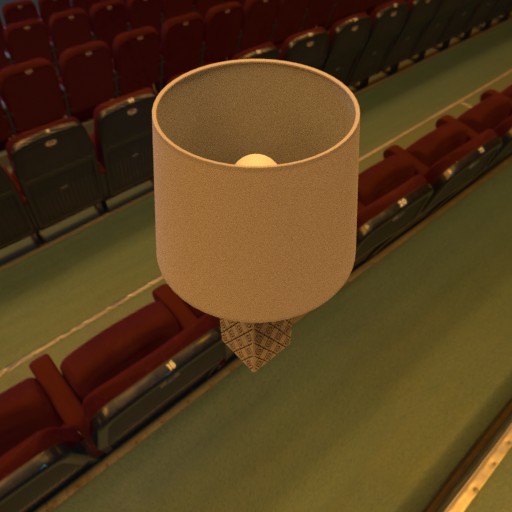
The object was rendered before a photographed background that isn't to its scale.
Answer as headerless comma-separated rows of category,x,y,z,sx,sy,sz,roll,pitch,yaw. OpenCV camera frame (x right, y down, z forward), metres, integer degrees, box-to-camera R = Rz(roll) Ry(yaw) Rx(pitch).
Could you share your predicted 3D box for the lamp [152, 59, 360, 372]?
lamp,0.000,0.000,0.588,0.251,0.435,0.251,0,48,0
